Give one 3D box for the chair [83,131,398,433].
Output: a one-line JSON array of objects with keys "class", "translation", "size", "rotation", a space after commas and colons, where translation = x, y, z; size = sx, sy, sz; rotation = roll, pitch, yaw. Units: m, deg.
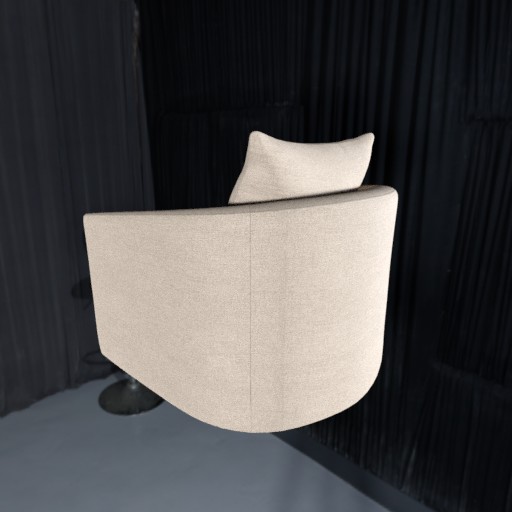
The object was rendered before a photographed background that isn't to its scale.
[{"class": "chair", "translation": [0.000, 0.000, 1.571], "size": [0.910, 0.848, 0.845], "rotation": [15, 21, 43]}]
